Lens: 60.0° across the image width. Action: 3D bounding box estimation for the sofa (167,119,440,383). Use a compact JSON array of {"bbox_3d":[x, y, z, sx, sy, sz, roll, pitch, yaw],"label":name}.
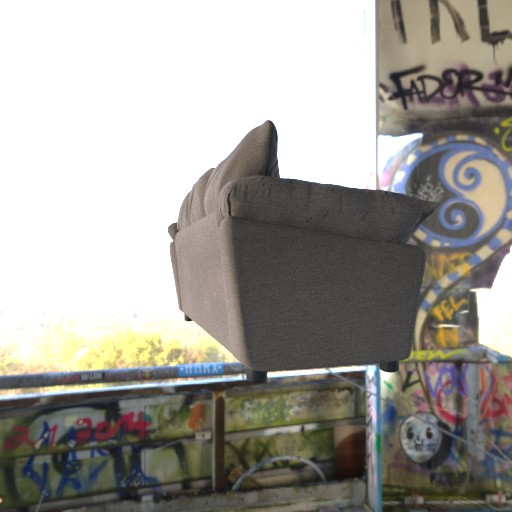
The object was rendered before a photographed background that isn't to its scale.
[{"bbox_3d":[0.000,0.000,2.810,0.927,1.043,2.390,0,-1,-17],"label":"sofa"}]
